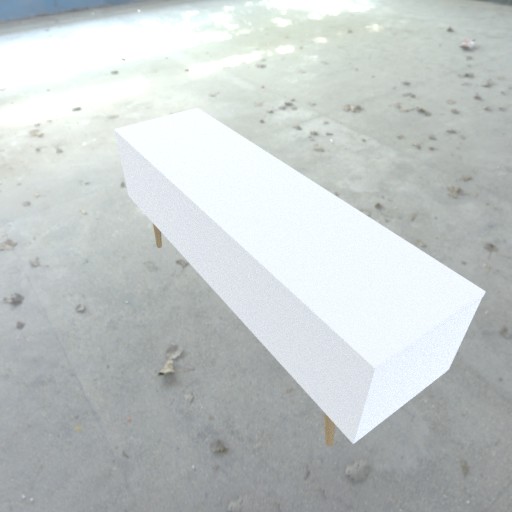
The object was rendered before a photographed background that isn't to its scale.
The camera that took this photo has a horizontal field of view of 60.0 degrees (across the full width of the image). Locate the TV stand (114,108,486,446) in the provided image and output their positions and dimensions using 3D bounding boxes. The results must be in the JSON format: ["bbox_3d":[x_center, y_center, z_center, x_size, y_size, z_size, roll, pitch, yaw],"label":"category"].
[{"bbox_3d":[0.000,0.000,1.601,0.401,0.560,1.398,-25,46,-26],"label":"TV stand"}]
